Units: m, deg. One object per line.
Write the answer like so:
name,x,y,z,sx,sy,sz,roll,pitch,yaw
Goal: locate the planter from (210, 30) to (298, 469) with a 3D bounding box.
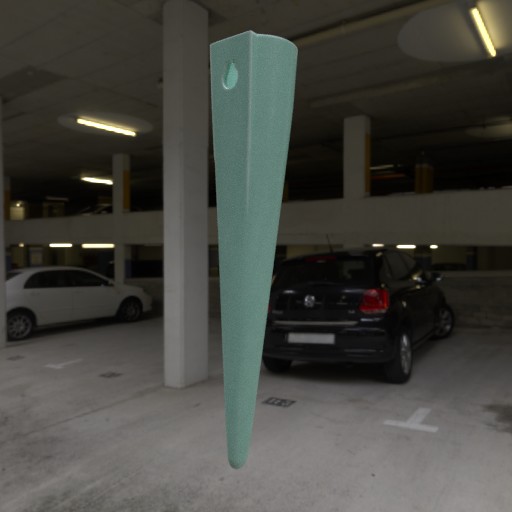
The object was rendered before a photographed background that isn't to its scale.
planter,0.000,0.000,0.294,0.054,0.268,0.055,1,2,35
